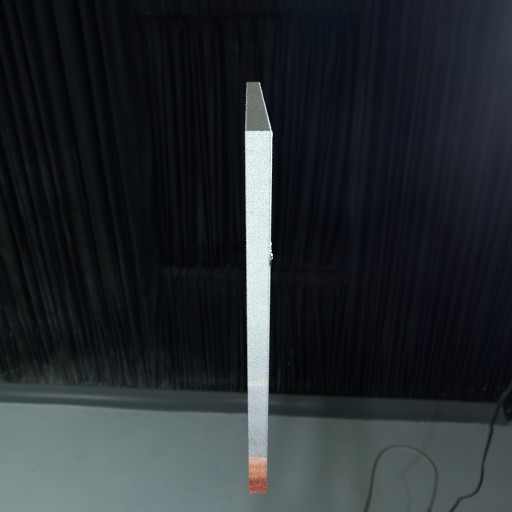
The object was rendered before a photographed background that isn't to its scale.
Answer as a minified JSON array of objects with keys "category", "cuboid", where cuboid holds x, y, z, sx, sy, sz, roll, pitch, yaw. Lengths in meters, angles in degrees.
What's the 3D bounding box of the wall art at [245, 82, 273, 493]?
[{"category":"wall art","cuboid":[0.000,0.000,1.122,0.042,0.760,0.760,0,26,-1]}]
